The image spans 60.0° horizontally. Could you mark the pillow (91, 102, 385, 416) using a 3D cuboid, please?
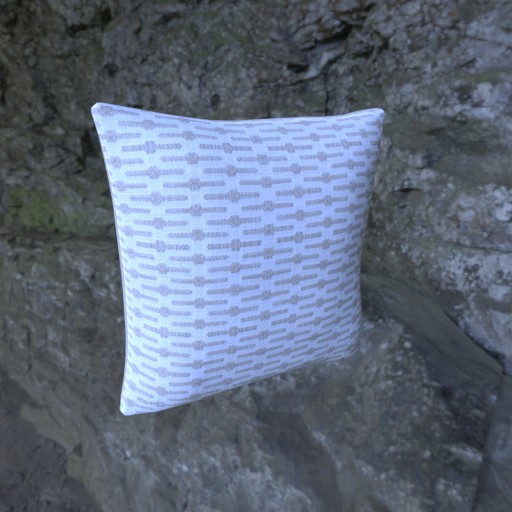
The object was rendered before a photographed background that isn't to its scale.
[{"bbox_3d":[0.000,0.000,0.765,0.496,0.491,0.219,-9,19,-27],"label":"pillow"}]
